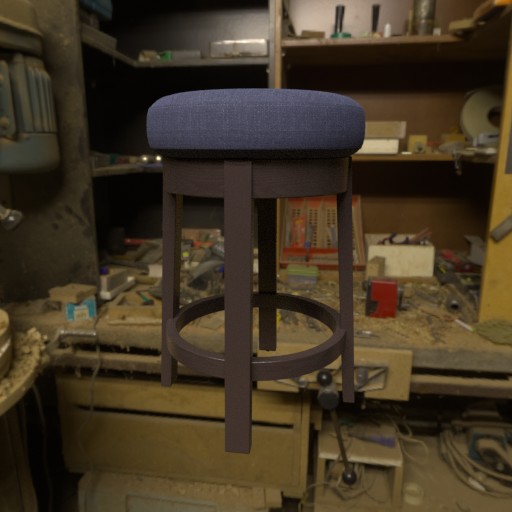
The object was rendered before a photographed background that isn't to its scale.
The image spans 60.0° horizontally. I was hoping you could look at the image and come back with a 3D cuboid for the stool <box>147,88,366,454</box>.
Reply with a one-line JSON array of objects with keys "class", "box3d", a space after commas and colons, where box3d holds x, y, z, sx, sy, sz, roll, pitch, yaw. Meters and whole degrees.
[{"class": "stool", "box3d": [0.000, 0.000, 0.960, 0.449, 0.655, 0.449, 0, 14, 0]}]
